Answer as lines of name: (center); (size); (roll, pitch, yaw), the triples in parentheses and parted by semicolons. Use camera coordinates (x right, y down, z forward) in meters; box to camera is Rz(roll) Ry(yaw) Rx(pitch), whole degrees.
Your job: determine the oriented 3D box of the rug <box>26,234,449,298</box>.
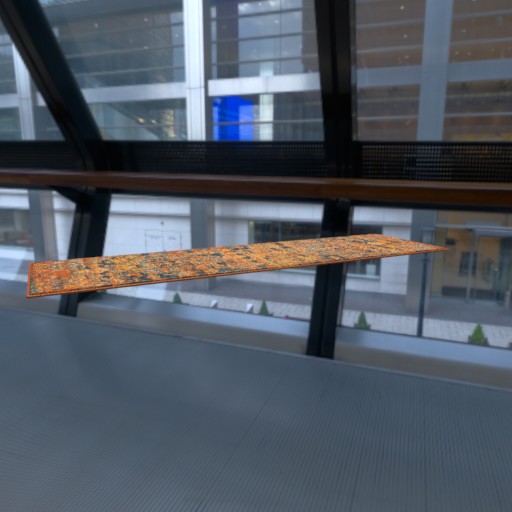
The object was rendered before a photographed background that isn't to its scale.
rug: (0.000, 0.000, 2.473); (2.274, 0.016, 0.651); (-6, 13, -25)
